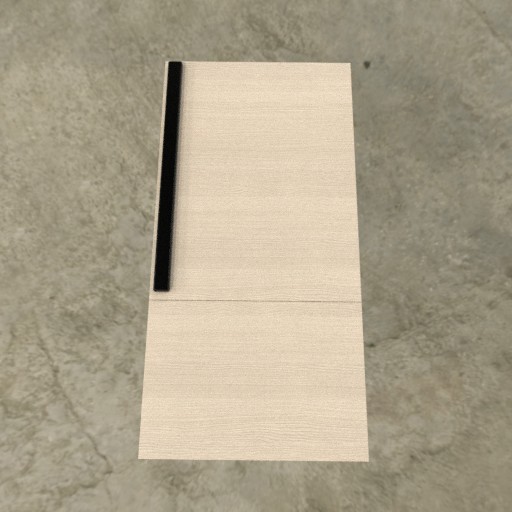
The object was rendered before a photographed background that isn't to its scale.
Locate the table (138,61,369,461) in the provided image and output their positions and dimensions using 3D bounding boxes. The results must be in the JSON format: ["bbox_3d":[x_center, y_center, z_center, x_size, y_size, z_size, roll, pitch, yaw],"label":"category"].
[{"bbox_3d":[0.000,0.000,0.801,0.322,0.242,0.644,1,76,0],"label":"table"}]
